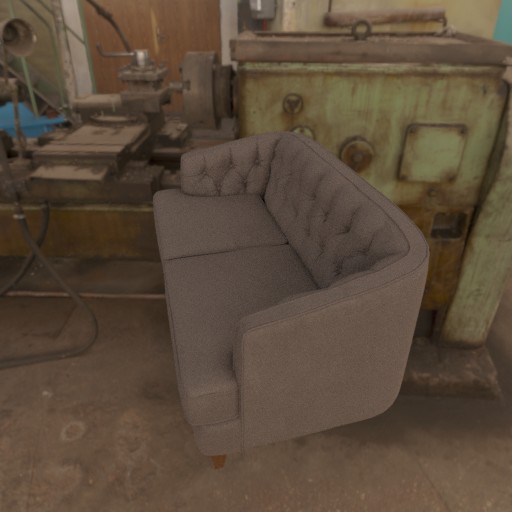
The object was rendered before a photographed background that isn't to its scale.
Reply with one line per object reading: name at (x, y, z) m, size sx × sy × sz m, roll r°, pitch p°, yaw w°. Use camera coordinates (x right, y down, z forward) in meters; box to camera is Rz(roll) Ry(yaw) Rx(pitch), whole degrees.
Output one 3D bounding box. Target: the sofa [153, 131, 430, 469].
sofa at (0.000, 0.000, 2.227) m, size 0.941 × 0.855 × 1.733 m, roll -8°, pitch 32°, yaw -12°
